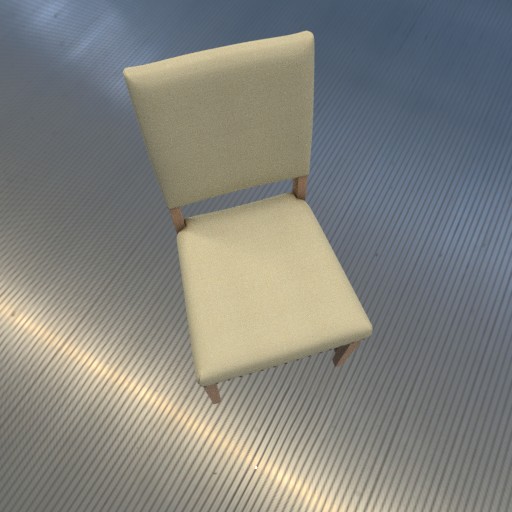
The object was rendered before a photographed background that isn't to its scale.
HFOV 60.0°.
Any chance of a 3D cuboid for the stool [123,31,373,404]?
[{"bbox_3d":[0.000,0.000,1.308,0.508,0.986,0.623,-15,65,-7],"label":"stool"}]
